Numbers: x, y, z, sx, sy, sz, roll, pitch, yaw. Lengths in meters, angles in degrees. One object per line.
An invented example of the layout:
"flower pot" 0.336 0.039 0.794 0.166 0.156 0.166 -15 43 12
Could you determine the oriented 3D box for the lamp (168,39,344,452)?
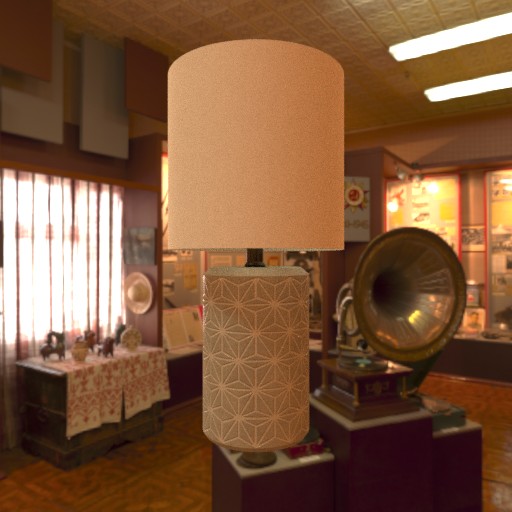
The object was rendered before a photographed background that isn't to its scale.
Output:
"lamp" 0.000 0.000 0.528 0.206 0.416 0.206 0 0 36
